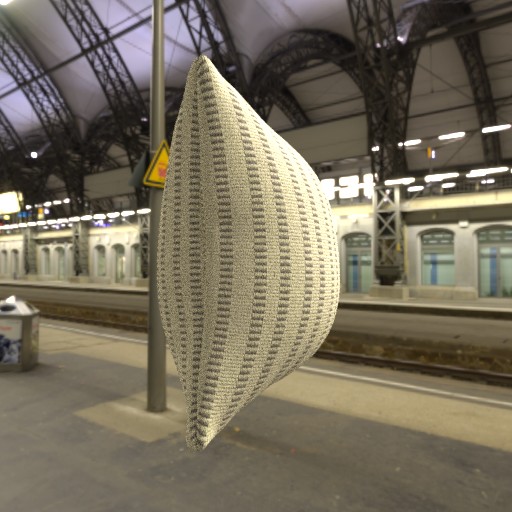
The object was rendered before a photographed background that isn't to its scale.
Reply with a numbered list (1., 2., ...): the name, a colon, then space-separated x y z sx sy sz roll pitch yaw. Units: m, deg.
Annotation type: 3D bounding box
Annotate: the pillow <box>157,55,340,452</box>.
1. pillow: 0.000 0.000 0.668 0.247 0.419 0.438 0 -1 17
